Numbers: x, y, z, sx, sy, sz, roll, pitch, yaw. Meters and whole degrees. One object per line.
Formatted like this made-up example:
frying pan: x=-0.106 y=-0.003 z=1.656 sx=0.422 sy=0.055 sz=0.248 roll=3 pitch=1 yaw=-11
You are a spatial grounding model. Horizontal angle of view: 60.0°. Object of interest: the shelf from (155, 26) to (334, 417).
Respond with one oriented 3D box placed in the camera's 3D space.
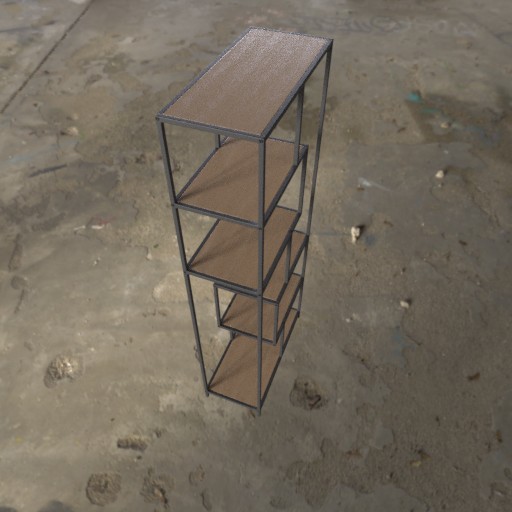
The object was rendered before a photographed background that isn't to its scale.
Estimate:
shelf: x=0.000 y=0.000 z=2.201 sx=0.350 sy=1.850 sz=0.770 roll=16 pitch=49 yaw=14
